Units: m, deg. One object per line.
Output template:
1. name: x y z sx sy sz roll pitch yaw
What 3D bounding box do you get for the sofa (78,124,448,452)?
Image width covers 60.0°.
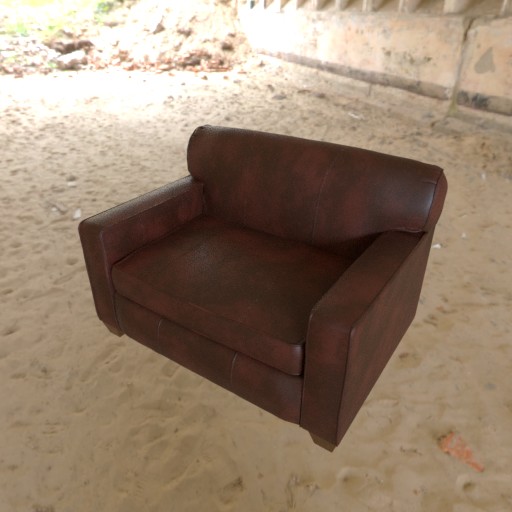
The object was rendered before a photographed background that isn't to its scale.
1. sofa: 0.000 0.000 2.116 1.413 0.956 1.000 19 35 29
